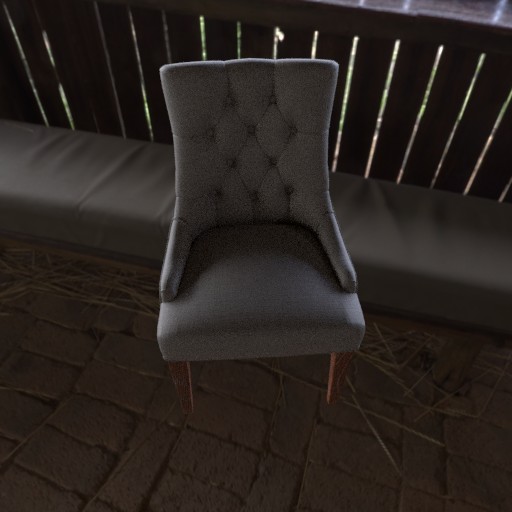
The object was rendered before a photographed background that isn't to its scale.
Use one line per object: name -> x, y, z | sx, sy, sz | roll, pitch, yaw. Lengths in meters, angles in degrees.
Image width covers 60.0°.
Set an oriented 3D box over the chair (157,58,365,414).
chair -> 0.000, 0.000, 1.228 | 0.509, 0.874, 0.565 | -3, 46, -3
